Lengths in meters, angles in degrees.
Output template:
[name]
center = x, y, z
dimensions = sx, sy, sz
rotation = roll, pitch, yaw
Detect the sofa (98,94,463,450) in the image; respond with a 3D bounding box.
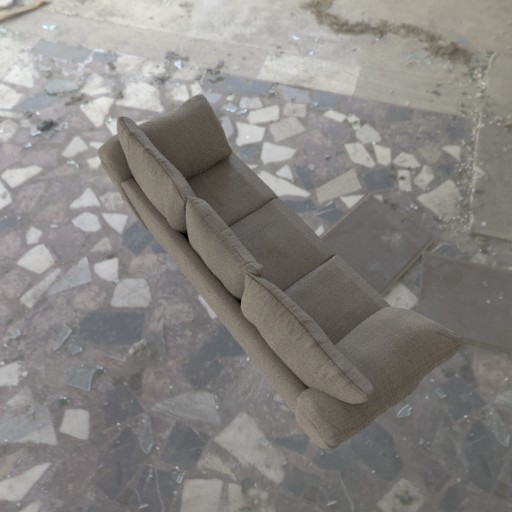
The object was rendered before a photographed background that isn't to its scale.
[sofa]
center = 0.000, 0.000, 2.768
dimensions = 0.878, 0.996, 2.334
rotation = -34, 65, -18
